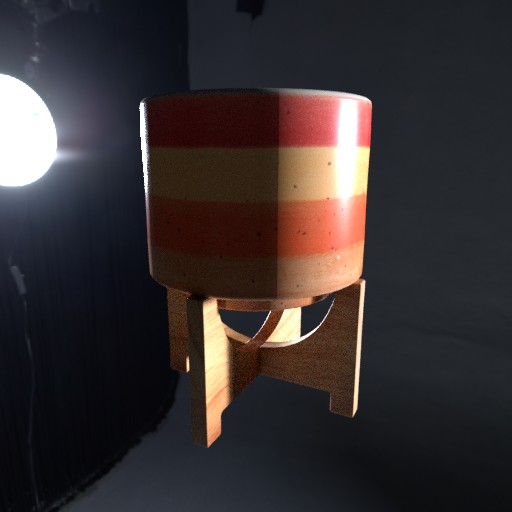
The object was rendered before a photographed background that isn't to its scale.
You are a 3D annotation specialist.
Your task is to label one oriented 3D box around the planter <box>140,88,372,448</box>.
[{"bbox_3d":[0.000,0.000,0.407,0.199,0.268,0.199,0,14,0],"label":"planter"}]
